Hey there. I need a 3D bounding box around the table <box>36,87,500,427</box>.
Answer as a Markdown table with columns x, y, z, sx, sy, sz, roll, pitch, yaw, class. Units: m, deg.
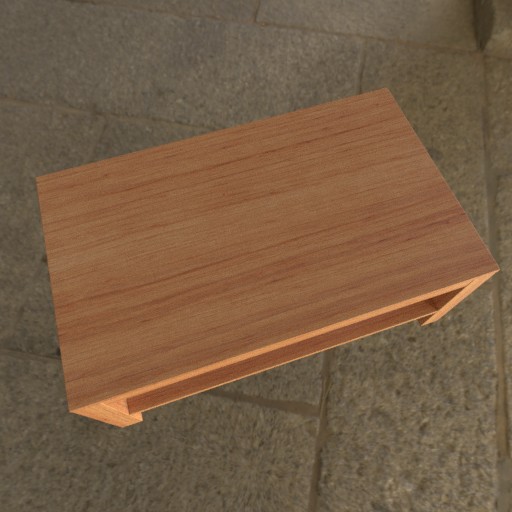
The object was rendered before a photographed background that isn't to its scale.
| x | y | z | sx | sy | sz | roll | pitch | yaw | class |
| --- | --- | --- | --- | --- | --- | --- | --- | --- | --- |
| 0.000 | 0.000 | 1.454 | 1.146 | 0.457 | 0.695 | -17 | 66 | -8 | table |
